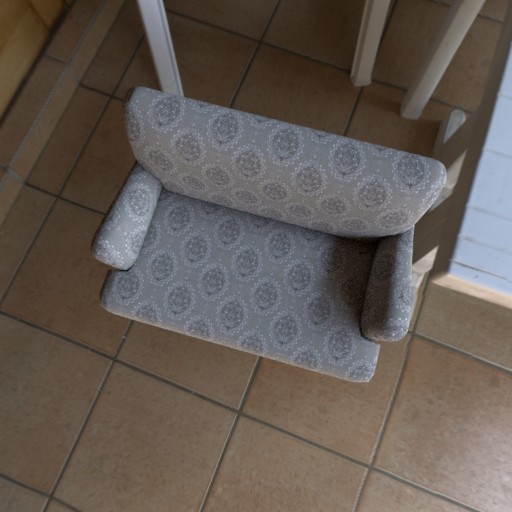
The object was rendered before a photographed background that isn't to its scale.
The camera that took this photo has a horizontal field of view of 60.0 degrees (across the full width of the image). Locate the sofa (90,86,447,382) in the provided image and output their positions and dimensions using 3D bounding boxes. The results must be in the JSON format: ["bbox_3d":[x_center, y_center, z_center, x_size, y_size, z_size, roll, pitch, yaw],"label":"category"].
[{"bbox_3d":[0.000,0.000,1.879,1.297,0.889,0.779,15,76,4],"label":"sofa"}]
